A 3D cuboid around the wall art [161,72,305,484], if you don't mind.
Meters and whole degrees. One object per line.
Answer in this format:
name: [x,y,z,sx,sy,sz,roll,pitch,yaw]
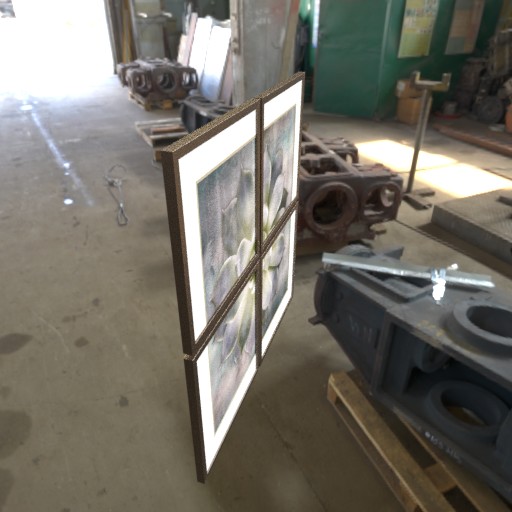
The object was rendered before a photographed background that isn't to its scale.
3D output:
wall art: [0.000,0.000,1.508,0.030,1.032,1.032,10,32,16]
